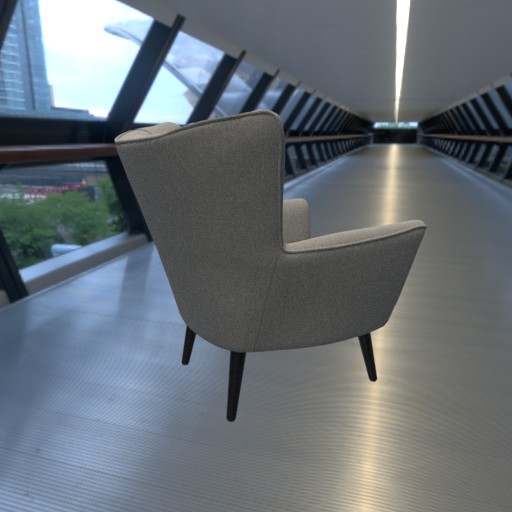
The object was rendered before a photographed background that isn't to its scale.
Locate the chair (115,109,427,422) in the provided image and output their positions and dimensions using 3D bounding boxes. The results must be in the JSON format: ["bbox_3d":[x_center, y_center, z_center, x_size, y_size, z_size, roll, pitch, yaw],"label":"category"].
[{"bbox_3d":[0.000,0.000,1.569,0.888,0.933,0.781,-8,16,-28],"label":"chair"}]
